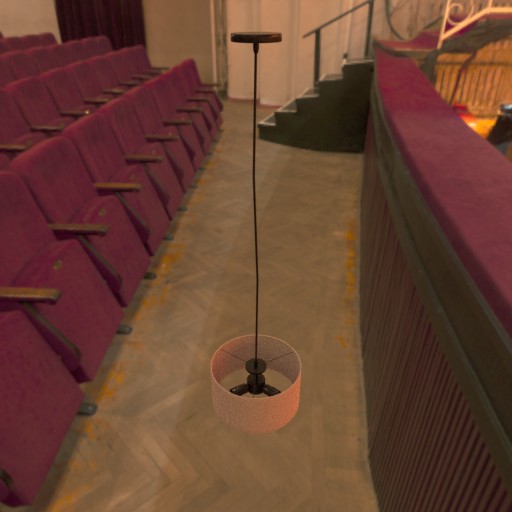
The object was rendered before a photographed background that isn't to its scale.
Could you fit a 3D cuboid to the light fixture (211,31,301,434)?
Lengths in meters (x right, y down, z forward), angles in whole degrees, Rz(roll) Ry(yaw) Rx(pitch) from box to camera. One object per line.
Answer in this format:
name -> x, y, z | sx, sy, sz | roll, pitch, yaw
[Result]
light fixture -> 0.000, 0.000, 1.685 | 0.399, 1.516, 0.399 | 0, 30, 0
